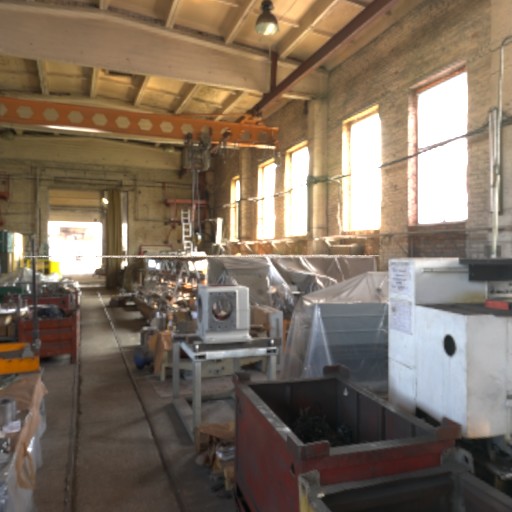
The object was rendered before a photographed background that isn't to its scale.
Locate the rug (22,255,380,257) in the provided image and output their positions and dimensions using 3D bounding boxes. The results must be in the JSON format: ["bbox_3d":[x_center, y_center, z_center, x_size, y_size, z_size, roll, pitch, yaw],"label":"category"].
[{"bbox_3d":[0.000,0.000,2.666,0.660,0.005,2.464,0,0,35],"label":"rug"}]
